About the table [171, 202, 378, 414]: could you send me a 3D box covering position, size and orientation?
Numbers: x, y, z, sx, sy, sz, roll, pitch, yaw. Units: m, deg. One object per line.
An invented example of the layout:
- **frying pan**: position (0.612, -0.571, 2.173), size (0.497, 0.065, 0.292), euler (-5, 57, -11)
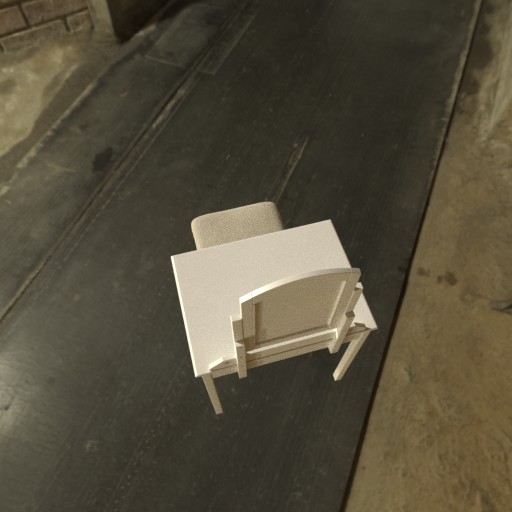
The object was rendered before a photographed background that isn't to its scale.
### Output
- **table**: position (0.000, 0.000, 2.389), size (0.876, 1.631, 1.211), euler (-13, 61, -8)
